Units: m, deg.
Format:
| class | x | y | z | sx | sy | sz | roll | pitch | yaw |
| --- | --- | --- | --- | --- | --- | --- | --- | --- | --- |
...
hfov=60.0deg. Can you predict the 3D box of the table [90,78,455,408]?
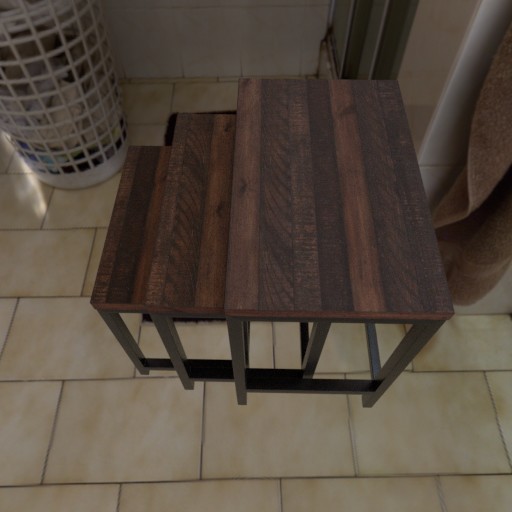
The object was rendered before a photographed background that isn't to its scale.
| class | x | y | z | sx | sy | sz | roll | pitch | yaw |
| --- | --- | --- | --- | --- | --- | --- | --- | --- | --- |
| table | 0.000 | 0.000 | 1.146 | 0.660 | 0.616 | 0.608 | 1 | 57 | 1 |
